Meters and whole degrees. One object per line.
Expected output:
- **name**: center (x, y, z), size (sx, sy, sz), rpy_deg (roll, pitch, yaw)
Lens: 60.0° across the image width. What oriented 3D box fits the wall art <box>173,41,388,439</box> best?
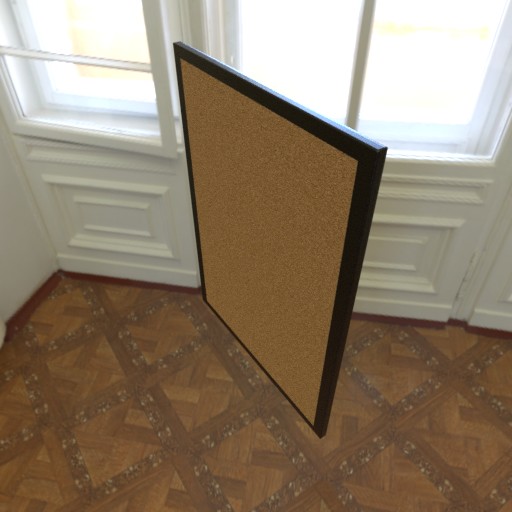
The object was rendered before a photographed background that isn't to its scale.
- **wall art**: center (0.000, 0.000, 0.849), size (0.016, 0.657, 0.480), rpy_deg (-25, 47, -26)
